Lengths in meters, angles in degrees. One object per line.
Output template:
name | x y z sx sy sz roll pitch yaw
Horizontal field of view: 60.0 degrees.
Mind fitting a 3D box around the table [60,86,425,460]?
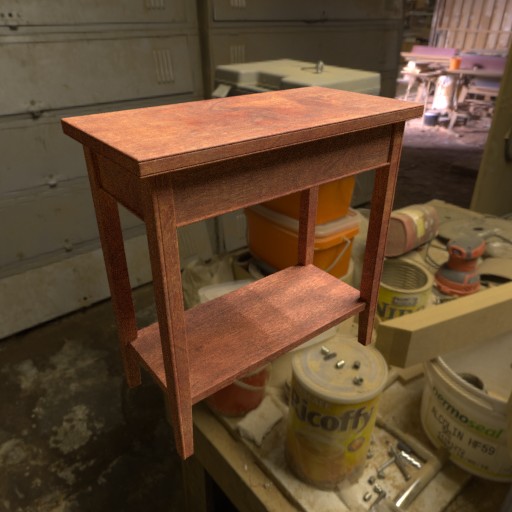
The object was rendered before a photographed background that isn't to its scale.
table | 0.000 0.000 0.961 0.610 0.610 0.305 -21 35 -33
